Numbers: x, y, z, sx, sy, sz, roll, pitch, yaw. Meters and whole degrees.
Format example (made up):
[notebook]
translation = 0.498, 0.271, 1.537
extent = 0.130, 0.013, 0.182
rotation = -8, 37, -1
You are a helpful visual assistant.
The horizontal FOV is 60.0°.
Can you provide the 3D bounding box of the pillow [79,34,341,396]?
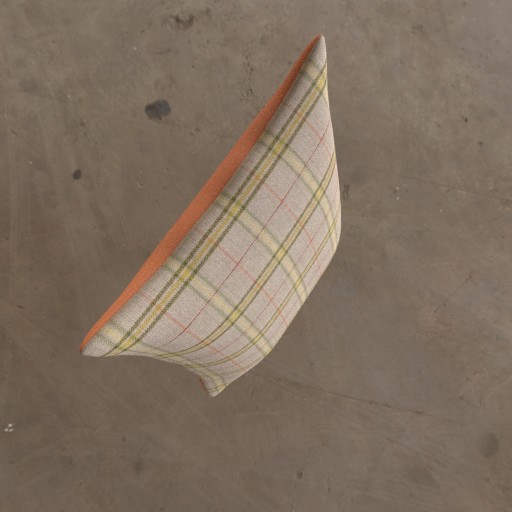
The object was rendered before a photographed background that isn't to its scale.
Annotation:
[pillow]
translation = 0.000, 0.000, 0.683
extent = 0.200, 0.430, 0.453
rotation = 33, 78, 8
